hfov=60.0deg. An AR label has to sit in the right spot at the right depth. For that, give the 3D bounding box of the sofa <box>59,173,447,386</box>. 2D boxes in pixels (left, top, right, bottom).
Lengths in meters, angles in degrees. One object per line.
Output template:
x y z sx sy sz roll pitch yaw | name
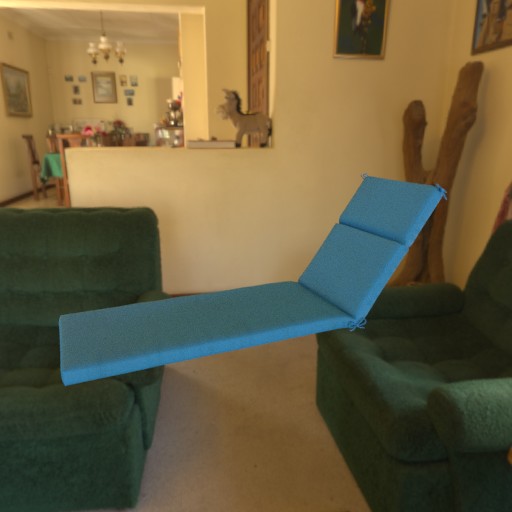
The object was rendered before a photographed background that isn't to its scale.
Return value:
0.000 0.000 1.967 1.663 0.622 0.582 -7 18 -23 | sofa
